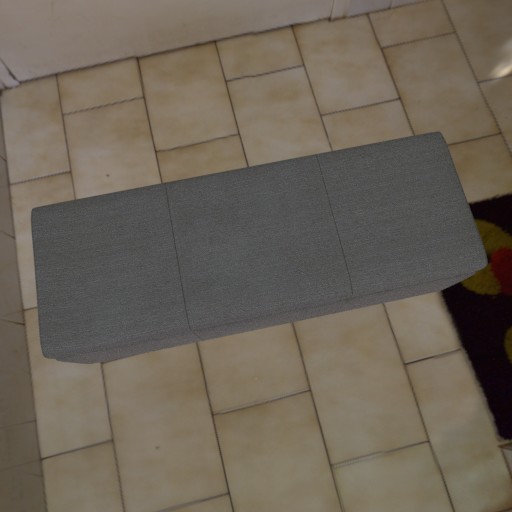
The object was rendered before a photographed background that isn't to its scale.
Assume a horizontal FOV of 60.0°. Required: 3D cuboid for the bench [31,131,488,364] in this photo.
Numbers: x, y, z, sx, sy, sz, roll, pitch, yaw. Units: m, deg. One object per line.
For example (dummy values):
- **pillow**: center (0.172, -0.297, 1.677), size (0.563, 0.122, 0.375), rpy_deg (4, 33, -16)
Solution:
- **bench**: center (0.000, 0.000, 1.452), size (1.269, 0.438, 0.446), rpy_deg (-11, 75, -3)
